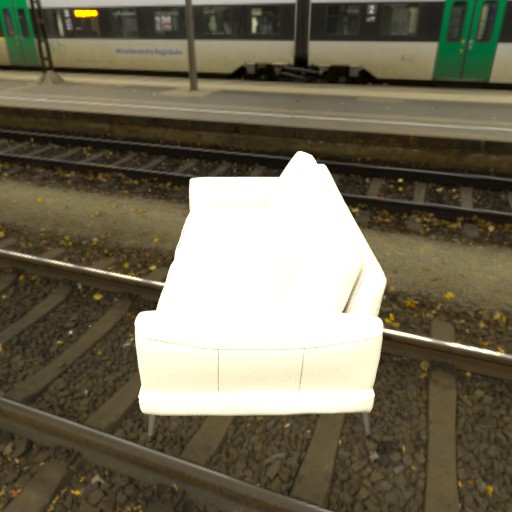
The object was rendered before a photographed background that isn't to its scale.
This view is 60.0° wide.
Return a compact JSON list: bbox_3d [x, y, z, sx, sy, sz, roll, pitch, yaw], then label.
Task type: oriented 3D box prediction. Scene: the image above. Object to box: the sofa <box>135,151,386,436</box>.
[{"bbox_3d":[0.000,0.000,2.832,1.121,0.930,2.177,0,27,-1],"label":"sofa"}]
